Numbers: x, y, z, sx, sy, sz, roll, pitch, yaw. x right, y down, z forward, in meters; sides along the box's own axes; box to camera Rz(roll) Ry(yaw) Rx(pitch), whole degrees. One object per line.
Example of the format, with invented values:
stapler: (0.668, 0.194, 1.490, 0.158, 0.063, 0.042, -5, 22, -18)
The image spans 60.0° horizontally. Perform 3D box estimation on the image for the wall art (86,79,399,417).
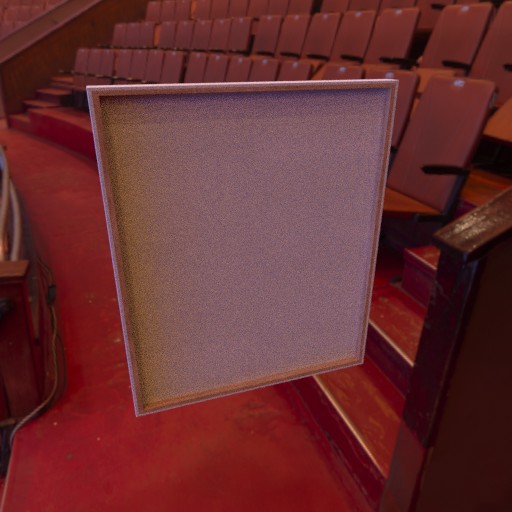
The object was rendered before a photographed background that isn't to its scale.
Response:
wall art: (0.000, 0.000, 0.830, 0.508, 0.606, 0.037, -8, 26, -17)
